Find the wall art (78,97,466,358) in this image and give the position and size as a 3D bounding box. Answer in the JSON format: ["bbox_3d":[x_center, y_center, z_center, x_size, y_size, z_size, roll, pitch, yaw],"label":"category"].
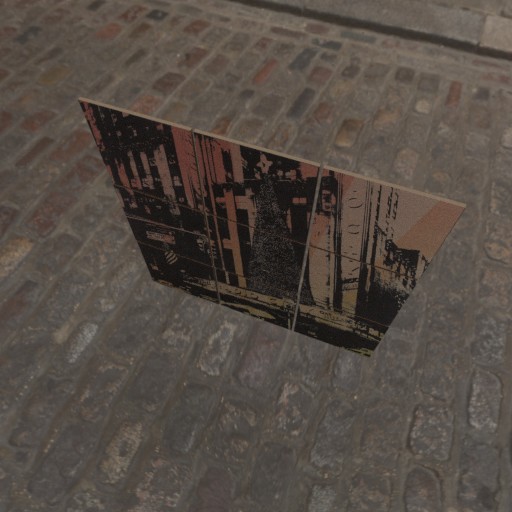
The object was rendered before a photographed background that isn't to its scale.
[{"bbox_3d":[0.000,0.000,2.284,1.527,1.521,0.017,18,60,11],"label":"wall art"}]
